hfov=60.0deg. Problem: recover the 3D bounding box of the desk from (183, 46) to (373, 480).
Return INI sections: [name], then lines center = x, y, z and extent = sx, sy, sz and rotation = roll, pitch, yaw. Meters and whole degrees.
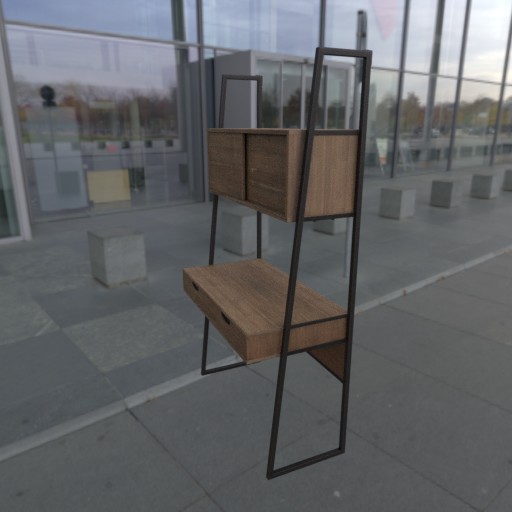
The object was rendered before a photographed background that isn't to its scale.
[desk]
center = 0.000, 0.000, 2.239
extent = 0.515, 1.809, 0.982
rotation = -7, 18, -24
